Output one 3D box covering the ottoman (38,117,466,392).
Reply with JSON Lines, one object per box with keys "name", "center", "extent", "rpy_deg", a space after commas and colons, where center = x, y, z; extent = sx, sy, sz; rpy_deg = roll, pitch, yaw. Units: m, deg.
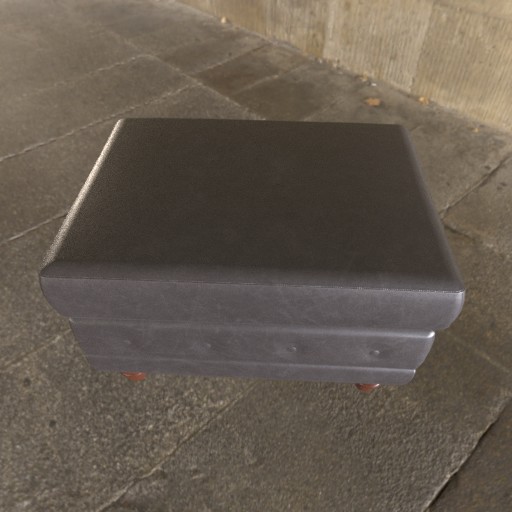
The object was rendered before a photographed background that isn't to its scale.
{"name": "ottoman", "center": [0.000, 0.000, 1.146], "extent": [0.795, 0.498, 0.590], "rpy_deg": [2, 46, 2]}
